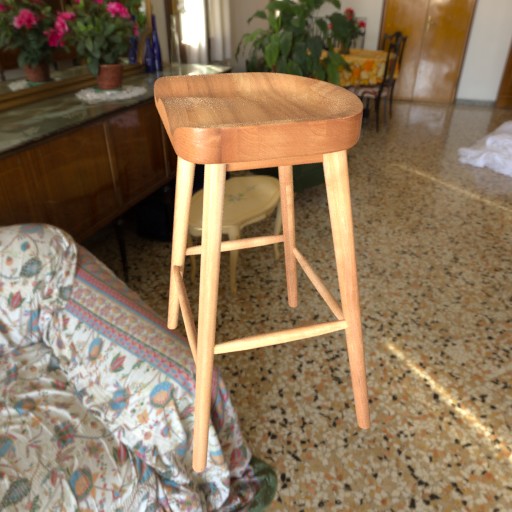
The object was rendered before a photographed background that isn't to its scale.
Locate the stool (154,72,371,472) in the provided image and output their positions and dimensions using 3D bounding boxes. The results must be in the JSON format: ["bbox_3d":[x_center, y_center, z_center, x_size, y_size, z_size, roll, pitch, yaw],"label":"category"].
[{"bbox_3d":[0.000,0.000,0.870,0.361,0.615,0.440,-8,32,-14],"label":"stool"}]
